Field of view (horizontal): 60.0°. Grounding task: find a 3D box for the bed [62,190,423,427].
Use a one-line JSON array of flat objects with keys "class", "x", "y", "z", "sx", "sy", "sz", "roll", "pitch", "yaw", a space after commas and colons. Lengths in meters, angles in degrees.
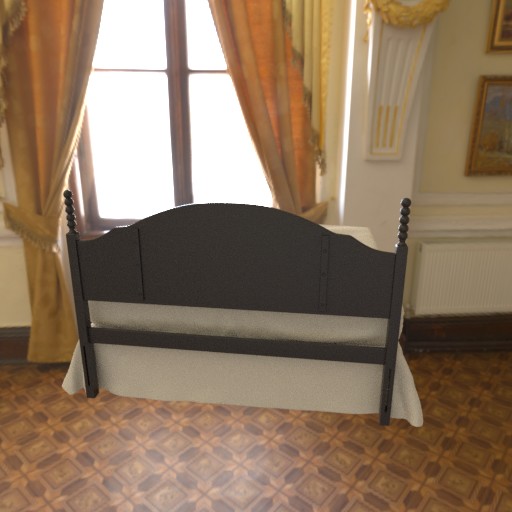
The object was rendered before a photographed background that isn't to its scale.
[{"class": "bed", "x": 0.000, "y": 0.000, "z": 3.598, "sx": 2.322, "sy": 1.355, "sz": 2.219, "roll": 2, "pitch": 17, "yaw": 8}]
